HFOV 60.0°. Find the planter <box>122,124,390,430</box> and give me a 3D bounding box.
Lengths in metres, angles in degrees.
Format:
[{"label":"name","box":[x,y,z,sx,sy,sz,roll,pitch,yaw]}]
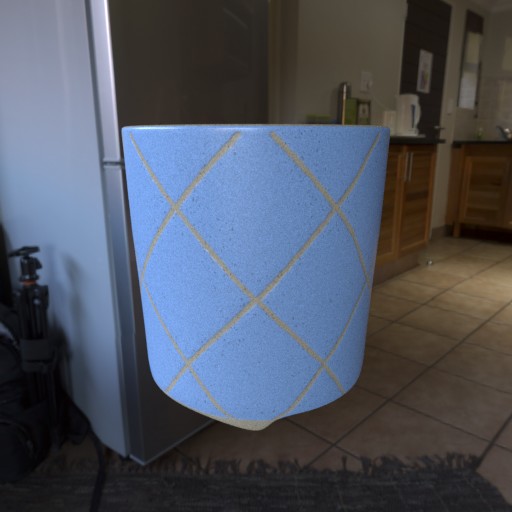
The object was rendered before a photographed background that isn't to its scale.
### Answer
[{"label":"planter","box":[0.000,0.000,0.421,0.227,0.235,0.227,0,15,0]}]
